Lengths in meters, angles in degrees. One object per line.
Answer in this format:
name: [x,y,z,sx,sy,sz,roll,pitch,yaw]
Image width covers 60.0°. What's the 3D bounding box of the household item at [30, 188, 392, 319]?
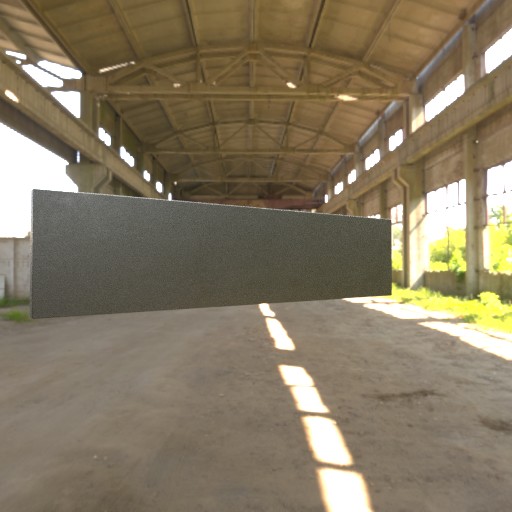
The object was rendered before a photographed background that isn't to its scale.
household item: [0.000,0.000,1.097,1.001,0.236,0.030,1,-1,-35]
